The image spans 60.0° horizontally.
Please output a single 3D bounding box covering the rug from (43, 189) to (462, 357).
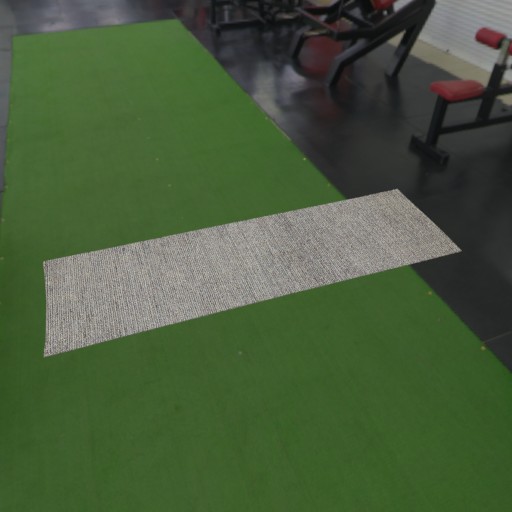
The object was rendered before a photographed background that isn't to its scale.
[{"bbox_3d":[0.000,0.000,2.570,2.335,0.013,0.697,-13,43,-14],"label":"rug"}]
